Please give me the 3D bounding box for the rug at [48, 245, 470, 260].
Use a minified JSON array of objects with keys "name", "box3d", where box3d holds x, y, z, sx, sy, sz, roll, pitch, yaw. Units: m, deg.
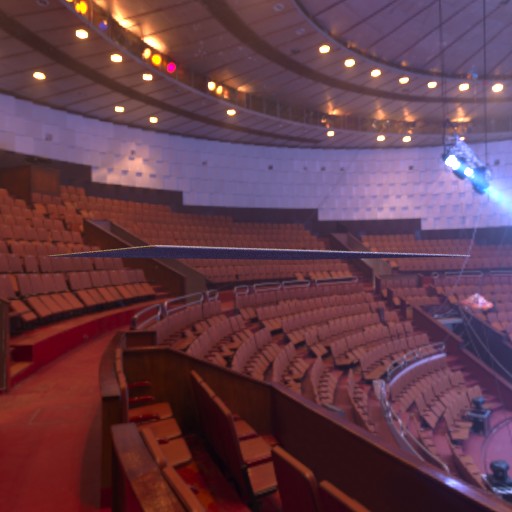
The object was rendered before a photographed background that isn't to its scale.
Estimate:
[{"name":"rug","box3d":[0.000,0.000,3.983,2.980,0.012,2.363,1,-2,-37]}]
